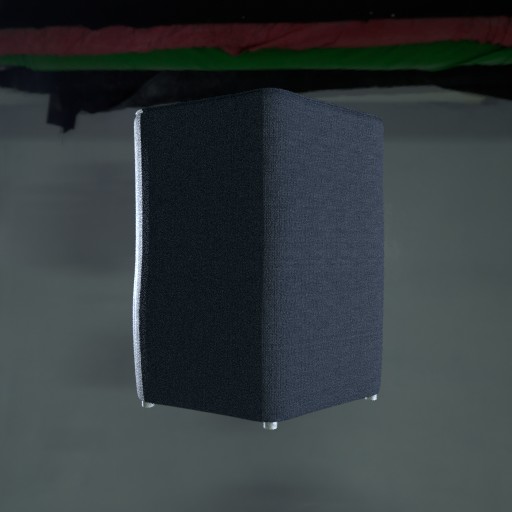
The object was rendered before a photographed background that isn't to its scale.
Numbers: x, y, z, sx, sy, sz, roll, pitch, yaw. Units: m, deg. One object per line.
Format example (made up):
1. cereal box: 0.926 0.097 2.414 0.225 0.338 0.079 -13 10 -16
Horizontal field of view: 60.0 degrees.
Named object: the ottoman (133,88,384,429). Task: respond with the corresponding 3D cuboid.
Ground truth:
1. ottoman: 0.000 0.000 0.879 0.454 0.505 0.492 0 0 -2
